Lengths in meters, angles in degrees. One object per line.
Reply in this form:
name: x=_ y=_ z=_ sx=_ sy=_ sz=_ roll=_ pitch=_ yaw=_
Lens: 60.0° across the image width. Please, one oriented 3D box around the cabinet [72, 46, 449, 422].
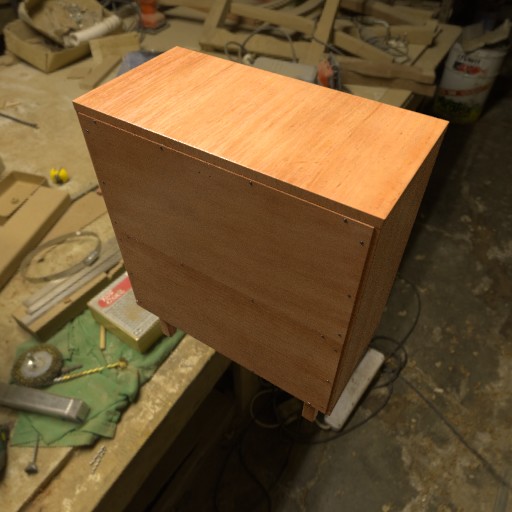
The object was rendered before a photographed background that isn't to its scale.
cabinet: x=0.000 y=0.000 z=1.407 sx=0.800 sy=1.001 sz=0.419 roll=25 pitch=51 yaw=22
